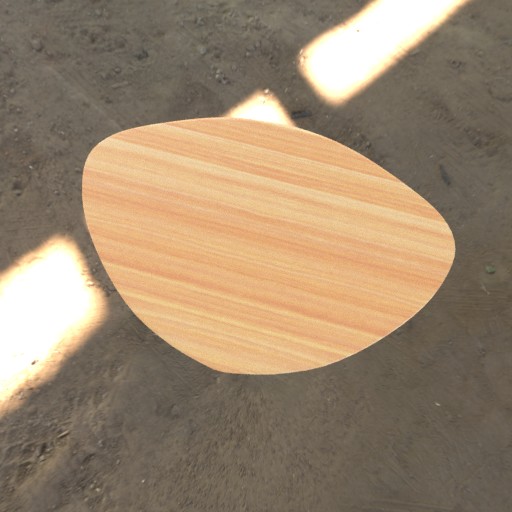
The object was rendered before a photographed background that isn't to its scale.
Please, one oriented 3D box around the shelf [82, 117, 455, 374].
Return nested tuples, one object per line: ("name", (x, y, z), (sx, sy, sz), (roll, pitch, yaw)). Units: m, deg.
("shelf", (0.000, 0.000, 1.635), (1.246, 0.440, 0.845), (15, 77, 4))
